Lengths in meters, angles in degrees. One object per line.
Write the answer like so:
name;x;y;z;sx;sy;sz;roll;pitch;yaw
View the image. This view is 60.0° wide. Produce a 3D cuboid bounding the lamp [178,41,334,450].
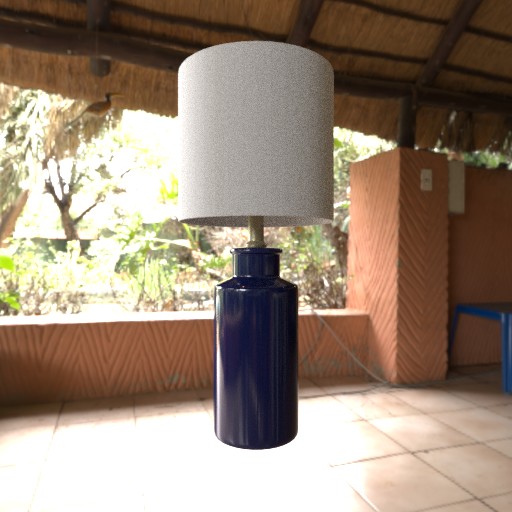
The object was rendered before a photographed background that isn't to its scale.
lamp;0.000;0.000;0.613;0.212;0.493;0.212;0;0;-18
